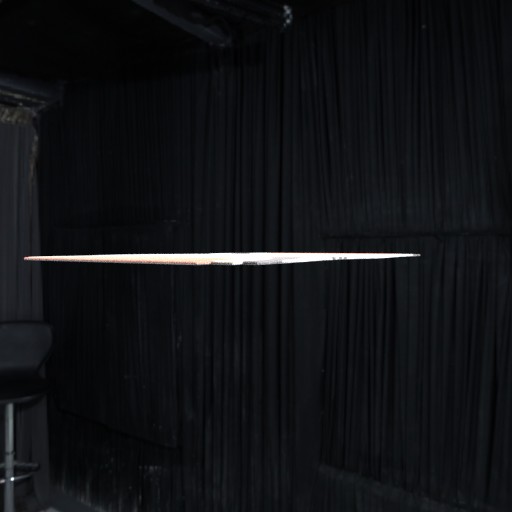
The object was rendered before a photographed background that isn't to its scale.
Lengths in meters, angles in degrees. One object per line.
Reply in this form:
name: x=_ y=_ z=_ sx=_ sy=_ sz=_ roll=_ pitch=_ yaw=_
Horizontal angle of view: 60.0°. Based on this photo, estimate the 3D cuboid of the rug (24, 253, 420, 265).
rug: x=0.000 y=0.000 z=2.919 sx=1.530 sy=0.017 sz=2.446 roll=1 pitch=1 yaw=35
